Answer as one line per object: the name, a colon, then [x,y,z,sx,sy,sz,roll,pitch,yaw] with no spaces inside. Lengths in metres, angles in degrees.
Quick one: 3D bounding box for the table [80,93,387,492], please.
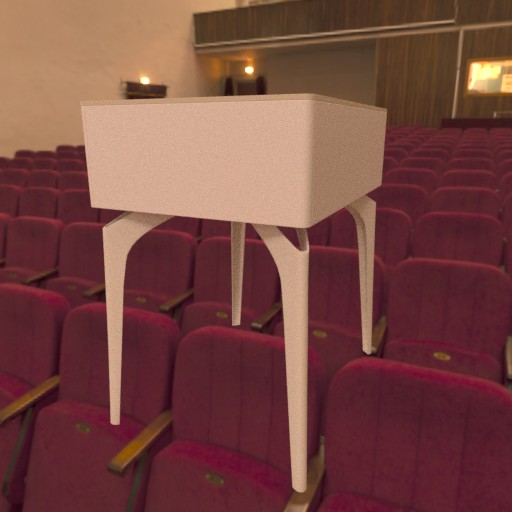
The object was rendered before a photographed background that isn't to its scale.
table: [0.000,0.000,0.889,0.400,0.570,0.500,8,18,25]
